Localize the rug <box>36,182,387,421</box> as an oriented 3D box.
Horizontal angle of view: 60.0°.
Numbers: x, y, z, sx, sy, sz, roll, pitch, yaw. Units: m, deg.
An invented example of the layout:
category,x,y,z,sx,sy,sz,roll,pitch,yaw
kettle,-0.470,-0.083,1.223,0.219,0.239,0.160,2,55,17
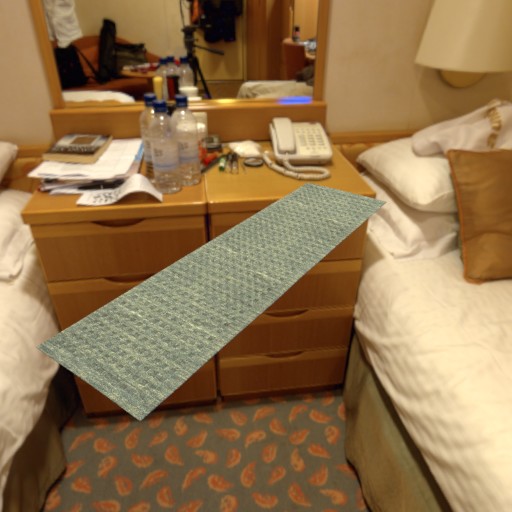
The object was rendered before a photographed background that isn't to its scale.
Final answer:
category,x,y,z,sx,sy,sz,roll,pitch,yaw
rug,0.000,0.000,2.674,0.688,0.008,2.443,20,37,30
